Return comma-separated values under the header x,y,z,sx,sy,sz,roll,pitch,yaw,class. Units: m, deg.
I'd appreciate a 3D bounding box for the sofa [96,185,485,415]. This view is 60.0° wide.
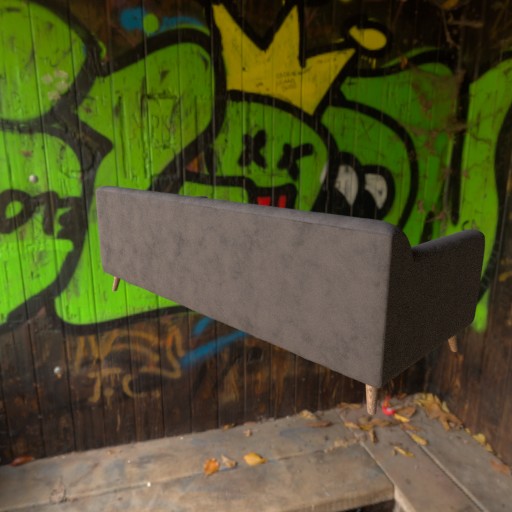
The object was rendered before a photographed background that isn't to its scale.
x,y,z,sx,sy,sz,roll,pitch,yaw,class
0.000,0.000,2.580,0.900,0.740,2.190,-13,19,-43,sofa
